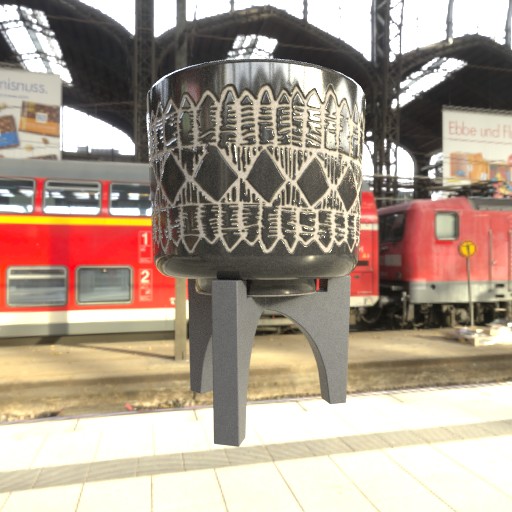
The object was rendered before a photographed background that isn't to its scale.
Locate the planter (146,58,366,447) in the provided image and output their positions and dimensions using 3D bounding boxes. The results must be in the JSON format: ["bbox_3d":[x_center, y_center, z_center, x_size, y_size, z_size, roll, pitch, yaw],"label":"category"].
[{"bbox_3d":[0.000,0.000,0.520,0.251,0.355,0.251,0,-1,-15],"label":"planter"}]
